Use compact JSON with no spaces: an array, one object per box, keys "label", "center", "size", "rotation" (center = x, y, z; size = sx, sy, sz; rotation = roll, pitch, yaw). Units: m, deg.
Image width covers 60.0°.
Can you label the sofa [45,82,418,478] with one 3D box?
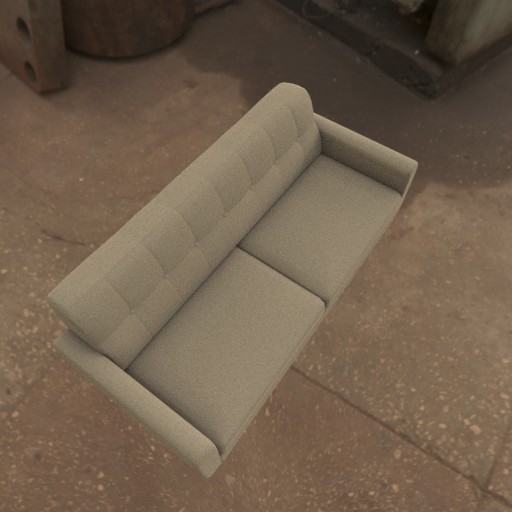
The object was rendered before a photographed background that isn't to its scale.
[{"label":"sofa","center":[0.000,0.000,2.564],"size":[0.980,0.892,2.137],"rotation":[32,63,18]}]
